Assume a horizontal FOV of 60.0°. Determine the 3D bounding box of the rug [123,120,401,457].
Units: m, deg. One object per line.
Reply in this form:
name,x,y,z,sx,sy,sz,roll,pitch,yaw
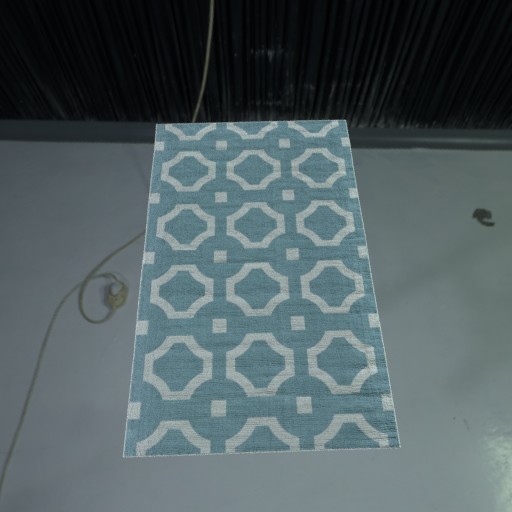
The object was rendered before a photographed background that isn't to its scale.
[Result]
rug,0.000,0.000,3.000,1.528,0.015,2.443,-2,62,-1
